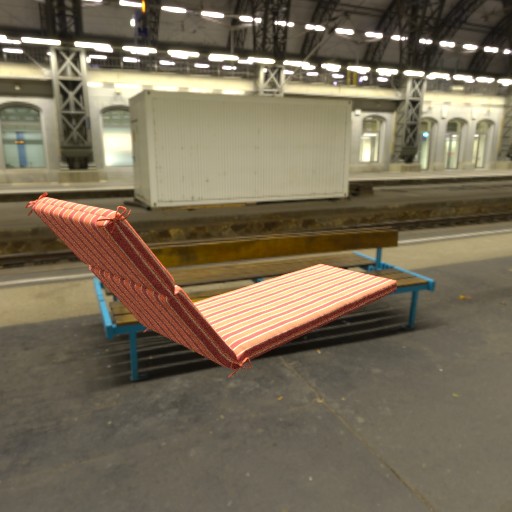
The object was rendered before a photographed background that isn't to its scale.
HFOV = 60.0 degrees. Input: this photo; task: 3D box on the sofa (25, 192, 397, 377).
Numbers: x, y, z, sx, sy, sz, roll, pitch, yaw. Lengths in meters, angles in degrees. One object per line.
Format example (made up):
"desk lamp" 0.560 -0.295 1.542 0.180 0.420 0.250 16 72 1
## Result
"sofa" 0.000 0.000 1.922 0.582 0.622 1.663 13 19 43
